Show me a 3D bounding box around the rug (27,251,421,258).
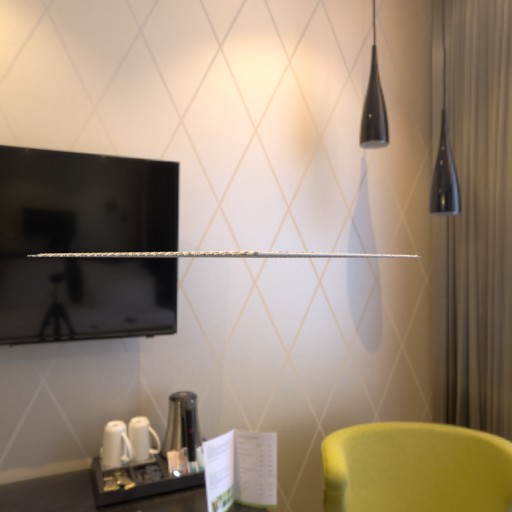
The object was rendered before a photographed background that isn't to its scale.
[{"bbox_3d":[0.000,0.000,2.368,1.230,0.014,1.847,0,-1,35],"label":"rug"}]
